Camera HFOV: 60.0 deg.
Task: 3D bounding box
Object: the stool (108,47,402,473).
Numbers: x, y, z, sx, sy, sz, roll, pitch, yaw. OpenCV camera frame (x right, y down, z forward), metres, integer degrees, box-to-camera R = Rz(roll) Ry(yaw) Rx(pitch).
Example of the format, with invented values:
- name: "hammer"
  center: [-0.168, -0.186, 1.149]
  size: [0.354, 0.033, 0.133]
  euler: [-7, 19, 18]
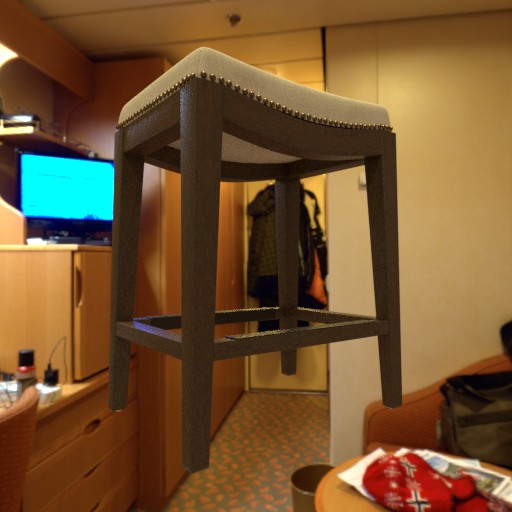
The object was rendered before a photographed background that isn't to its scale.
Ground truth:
- name: "stool"
  center: [0.000, 0.000, 0.931]
  size: [0.500, 0.642, 0.361]
  euler: [1, -1, -37]
